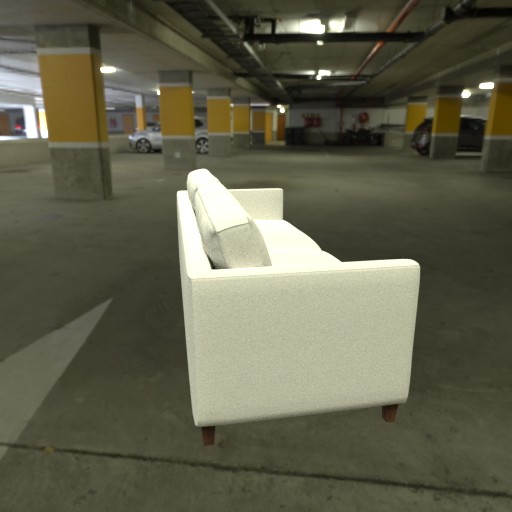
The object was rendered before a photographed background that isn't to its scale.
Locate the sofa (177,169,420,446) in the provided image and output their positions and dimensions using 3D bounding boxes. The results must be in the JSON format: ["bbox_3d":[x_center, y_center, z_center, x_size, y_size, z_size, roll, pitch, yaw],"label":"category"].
[{"bbox_3d":[0.000,0.000,2.840,0.951,0.962,2.361,-3,16,-10],"label":"sofa"}]
